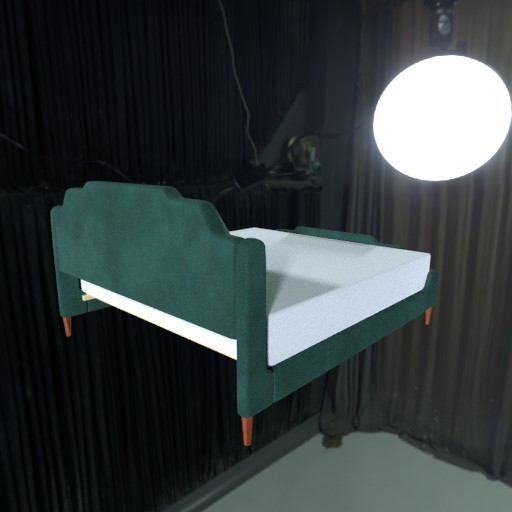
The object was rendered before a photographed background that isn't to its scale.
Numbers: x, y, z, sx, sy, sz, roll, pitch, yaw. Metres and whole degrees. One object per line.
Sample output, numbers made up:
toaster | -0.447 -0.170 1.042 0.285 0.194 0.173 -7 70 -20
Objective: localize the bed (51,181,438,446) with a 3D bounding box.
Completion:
bed | 0.000 0.000 3.550 2.074 1.245 2.340 12 17 42
